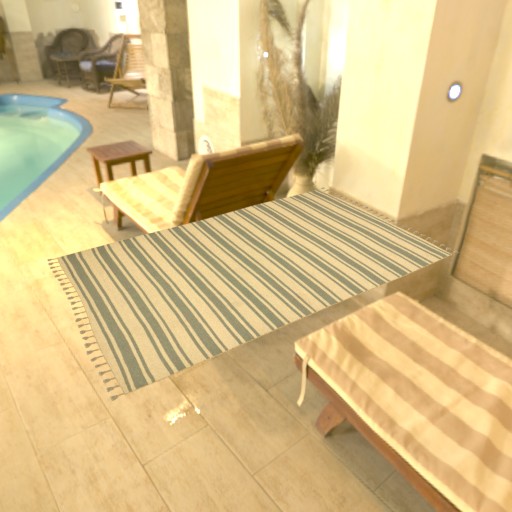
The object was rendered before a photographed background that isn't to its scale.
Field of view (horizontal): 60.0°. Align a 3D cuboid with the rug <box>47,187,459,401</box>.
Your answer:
[{"bbox_3d":[0.000,0.000,2.575,2.084,0.009,1.222,-18,35,-28],"label":"rug"}]
